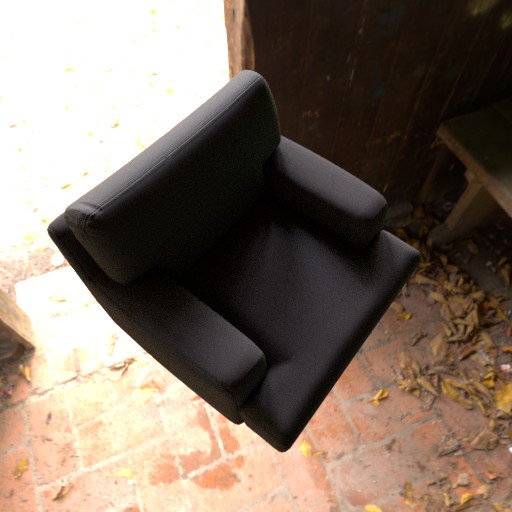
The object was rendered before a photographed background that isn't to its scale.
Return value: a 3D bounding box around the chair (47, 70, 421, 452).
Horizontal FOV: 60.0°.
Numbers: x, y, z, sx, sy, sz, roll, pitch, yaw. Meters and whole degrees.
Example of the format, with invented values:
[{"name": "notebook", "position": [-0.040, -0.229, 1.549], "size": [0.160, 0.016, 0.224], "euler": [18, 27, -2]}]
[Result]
[{"name": "chair", "position": [0.000, 0.000, 1.933], "size": [1.143, 0.940, 1.168], "euler": [34, 64, 19]}]
